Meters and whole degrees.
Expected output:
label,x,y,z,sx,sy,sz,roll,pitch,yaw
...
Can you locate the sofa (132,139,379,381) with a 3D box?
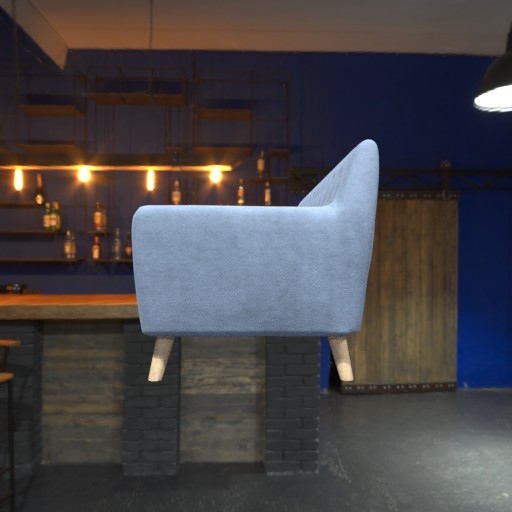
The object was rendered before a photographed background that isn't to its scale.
label,x,y,z,sx,sy,sz,roll,pitch,yaw
sofa,0.000,0.000,2.383,0.830,0.830,1.970,0,1,0
